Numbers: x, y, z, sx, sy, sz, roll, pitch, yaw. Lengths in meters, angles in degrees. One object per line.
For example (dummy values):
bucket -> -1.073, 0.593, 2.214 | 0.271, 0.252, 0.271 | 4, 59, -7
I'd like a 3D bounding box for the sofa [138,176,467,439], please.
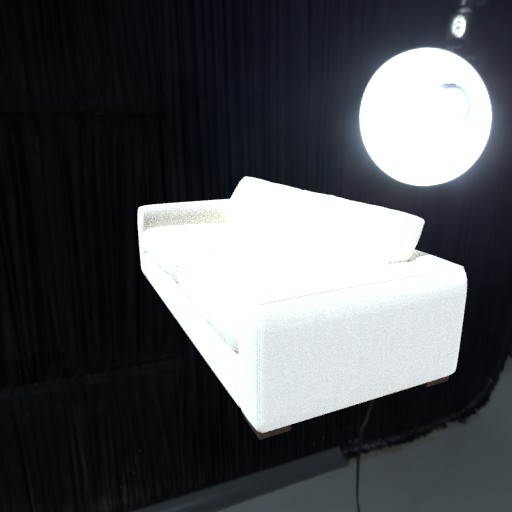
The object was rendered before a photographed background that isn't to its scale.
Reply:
sofa -> 0.000, 0.000, 2.761 | 1.070, 0.801, 2.262 | -7, 18, -24
